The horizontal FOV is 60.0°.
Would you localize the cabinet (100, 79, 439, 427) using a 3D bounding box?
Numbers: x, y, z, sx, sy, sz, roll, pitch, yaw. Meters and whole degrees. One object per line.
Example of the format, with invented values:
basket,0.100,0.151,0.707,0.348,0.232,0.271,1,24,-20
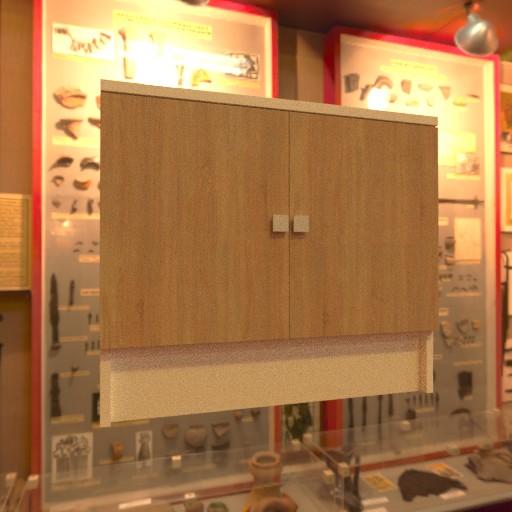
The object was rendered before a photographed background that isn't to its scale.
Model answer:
cabinet,0.000,0.000,0.925,0.600,0.522,0.400,0,0,-17
